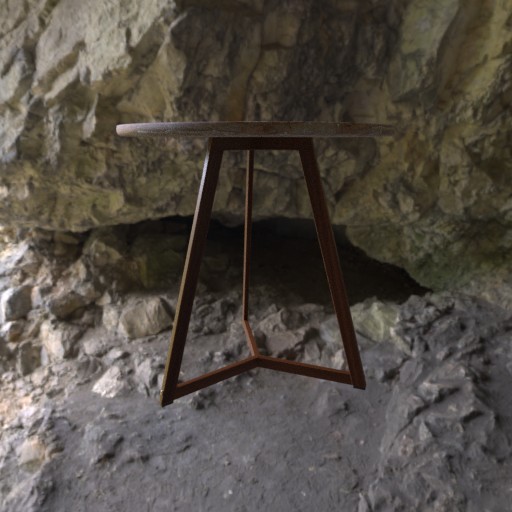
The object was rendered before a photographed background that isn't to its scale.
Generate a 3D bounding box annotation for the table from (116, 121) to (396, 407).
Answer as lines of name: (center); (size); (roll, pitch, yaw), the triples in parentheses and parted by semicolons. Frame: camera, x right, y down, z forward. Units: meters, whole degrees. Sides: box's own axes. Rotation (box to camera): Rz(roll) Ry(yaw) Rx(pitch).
table: (0.000, 0.000, 0.892); (0.500, 0.500, 0.500); (0, 15, 0)
